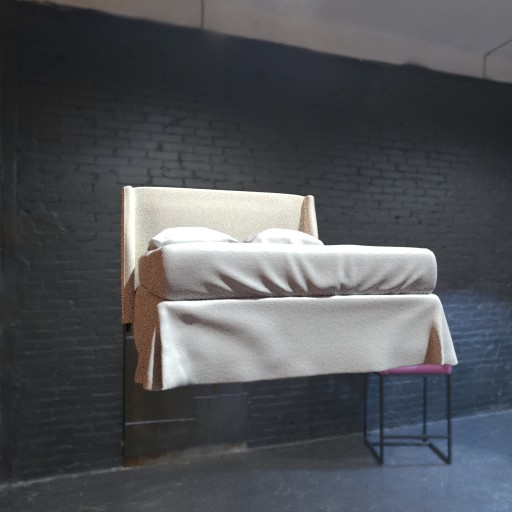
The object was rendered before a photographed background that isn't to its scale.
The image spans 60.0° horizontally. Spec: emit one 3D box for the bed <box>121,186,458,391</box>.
[{"bbox_3d":[0.000,0.000,3.356,1.925,1.332,2.276,0,-1,-18],"label":"bed"}]
